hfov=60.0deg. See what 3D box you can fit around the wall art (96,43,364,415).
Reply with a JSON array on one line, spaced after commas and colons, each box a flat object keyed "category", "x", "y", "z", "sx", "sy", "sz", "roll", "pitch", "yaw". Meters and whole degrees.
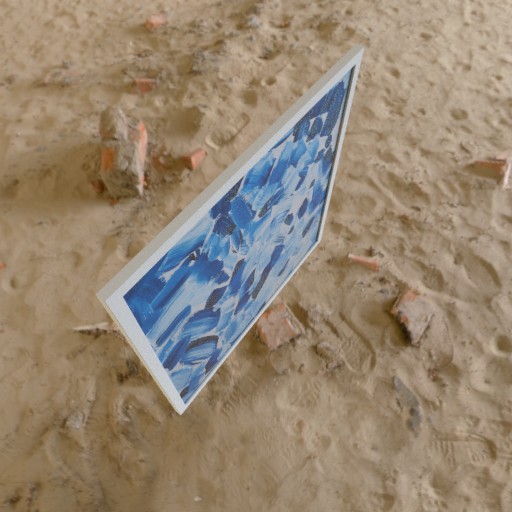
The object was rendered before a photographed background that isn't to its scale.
[{"category": "wall art", "x": 0.000, "y": 0.000, "z": 0.679, "sx": 0.012, "sy": 0.457, "sz": 0.457, "roll": 32, "pitch": 64, "yaw": 18}]
